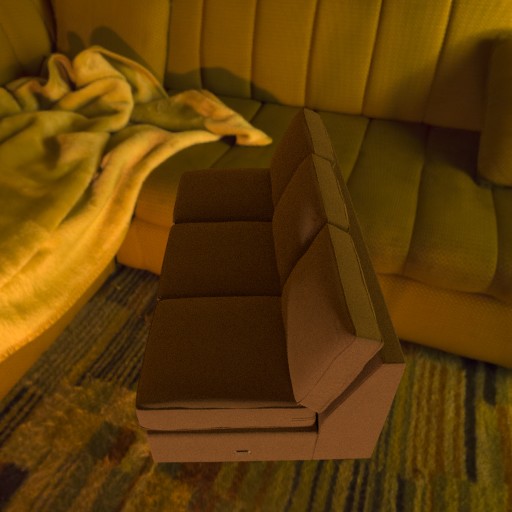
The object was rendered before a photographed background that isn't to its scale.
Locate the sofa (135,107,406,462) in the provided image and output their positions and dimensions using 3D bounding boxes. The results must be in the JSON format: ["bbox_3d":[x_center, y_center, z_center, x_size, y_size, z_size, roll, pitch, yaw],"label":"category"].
[{"bbox_3d":[0.000,0.000,2.690,1.127,1.036,2.092,-1,40,-1],"label":"sofa"}]
